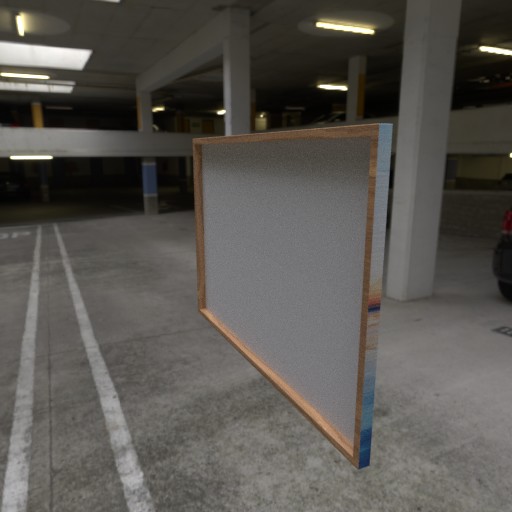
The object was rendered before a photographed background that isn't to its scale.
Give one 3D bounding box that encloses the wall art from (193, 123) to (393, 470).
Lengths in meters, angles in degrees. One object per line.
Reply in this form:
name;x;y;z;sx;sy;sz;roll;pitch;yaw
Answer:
wall art;0.000;0.000;0.757;0.018;0.402;0.604;-6;15;-25
